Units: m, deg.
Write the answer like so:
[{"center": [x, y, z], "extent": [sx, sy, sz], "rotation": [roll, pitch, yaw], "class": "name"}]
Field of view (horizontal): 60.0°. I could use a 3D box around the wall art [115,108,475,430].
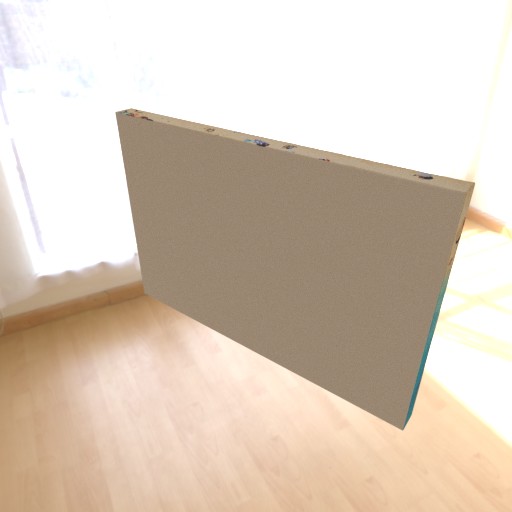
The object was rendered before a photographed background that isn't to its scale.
[{"center": [0.000, 0.000, 1.119], "extent": [0.894, 0.595, 0.057], "rotation": [21, 37, 31], "class": "wall art"}]
